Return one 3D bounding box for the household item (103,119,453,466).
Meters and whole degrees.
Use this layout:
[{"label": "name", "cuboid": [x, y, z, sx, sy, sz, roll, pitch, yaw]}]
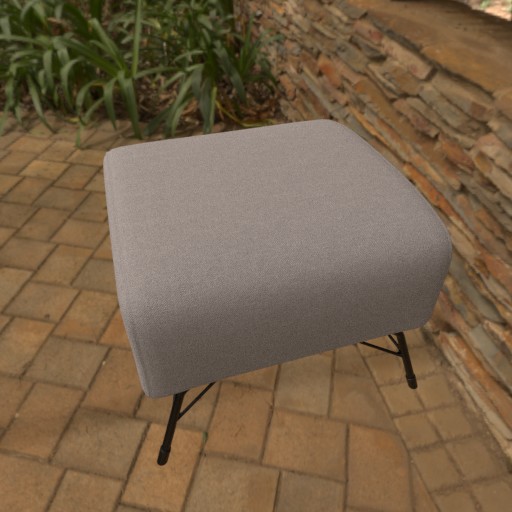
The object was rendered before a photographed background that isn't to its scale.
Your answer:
[{"label": "household item", "cuboid": [0.000, 0.000, 0.900, 0.530, 0.410, 0.530, -12, 42, -13]}]
